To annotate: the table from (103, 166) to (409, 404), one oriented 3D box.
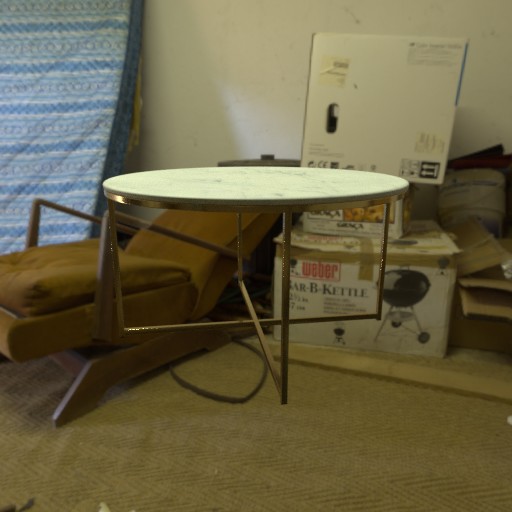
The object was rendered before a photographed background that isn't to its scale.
[{"bbox_3d":[0.000,0.000,1.278,0.800,0.450,0.800,0,16,0],"label":"table"}]
